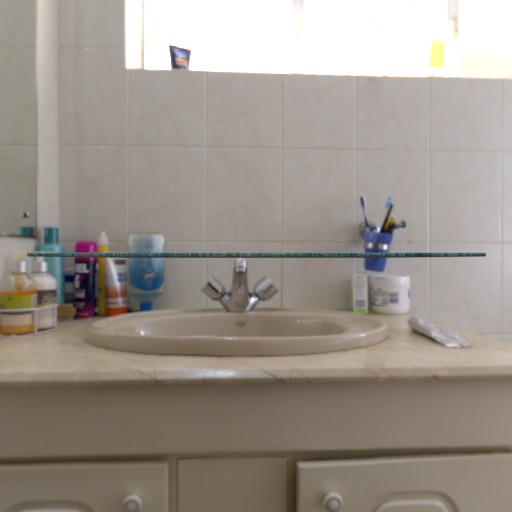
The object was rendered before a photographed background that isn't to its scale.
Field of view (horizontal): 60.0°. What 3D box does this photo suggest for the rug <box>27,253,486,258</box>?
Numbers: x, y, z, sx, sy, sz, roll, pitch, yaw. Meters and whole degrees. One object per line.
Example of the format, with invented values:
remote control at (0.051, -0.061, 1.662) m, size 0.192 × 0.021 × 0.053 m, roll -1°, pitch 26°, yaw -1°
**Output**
rug at (0.000, 0.000, 4.300) m, size 3.217 × 0.027 × 2.405 m, roll 0°, pitch 0°, yaw -1°
